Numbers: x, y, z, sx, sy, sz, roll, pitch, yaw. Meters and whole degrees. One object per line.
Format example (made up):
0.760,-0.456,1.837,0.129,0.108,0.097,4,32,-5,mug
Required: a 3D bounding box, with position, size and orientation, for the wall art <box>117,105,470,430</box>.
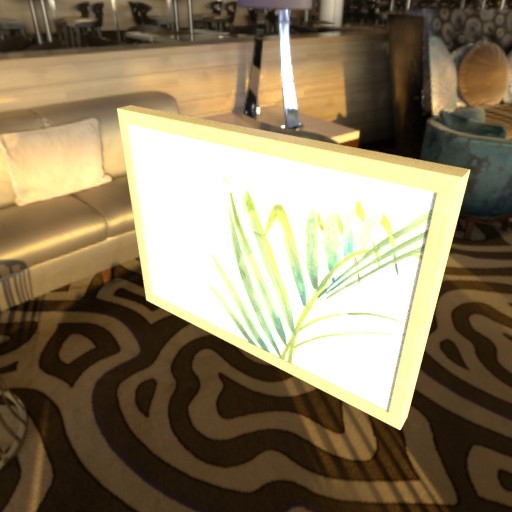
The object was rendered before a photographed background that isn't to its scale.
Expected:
0.000,0.000,0.685,0.533,0.381,0.032,20,36,31,wall art
